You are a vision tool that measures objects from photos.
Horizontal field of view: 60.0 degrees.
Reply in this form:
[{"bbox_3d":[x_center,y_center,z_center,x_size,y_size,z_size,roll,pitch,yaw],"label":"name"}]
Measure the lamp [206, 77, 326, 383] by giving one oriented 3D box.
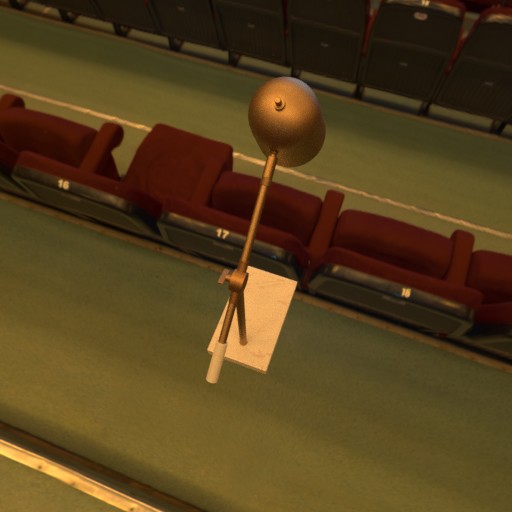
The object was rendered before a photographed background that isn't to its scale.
[{"bbox_3d":[0.000,0.000,0.832,0.144,0.603,0.471,18,63,9],"label":"lamp"}]
